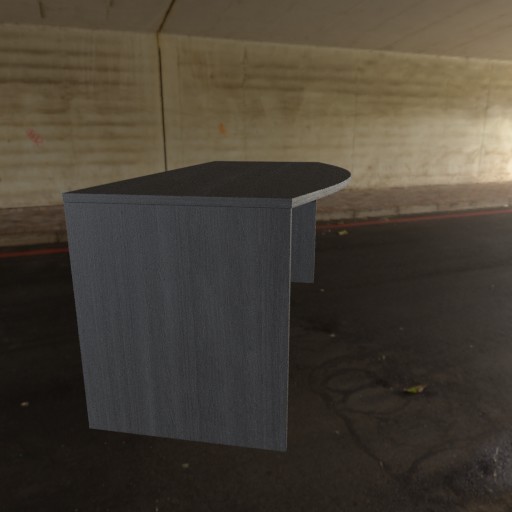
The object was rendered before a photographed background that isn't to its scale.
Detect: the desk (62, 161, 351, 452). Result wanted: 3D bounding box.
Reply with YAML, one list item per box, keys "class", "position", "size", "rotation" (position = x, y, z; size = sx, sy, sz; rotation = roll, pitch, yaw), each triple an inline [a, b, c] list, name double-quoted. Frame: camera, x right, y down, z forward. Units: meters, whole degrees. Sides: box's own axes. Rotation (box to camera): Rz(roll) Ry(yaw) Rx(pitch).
- class: "desk"
  position: [0.000, 0.000, 2.010]
  size: [0.802, 0.750, 1.600]
  rotation: [3, 15, 10]
